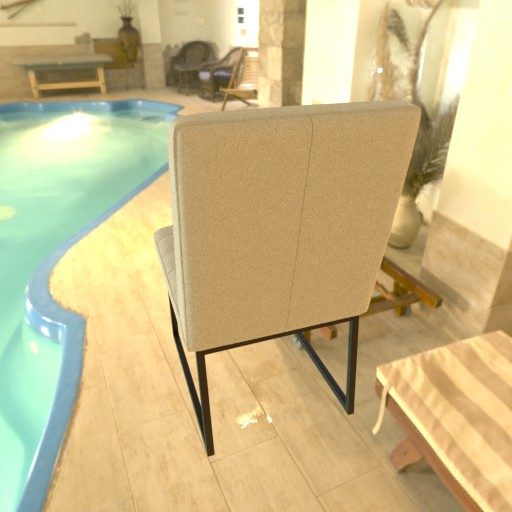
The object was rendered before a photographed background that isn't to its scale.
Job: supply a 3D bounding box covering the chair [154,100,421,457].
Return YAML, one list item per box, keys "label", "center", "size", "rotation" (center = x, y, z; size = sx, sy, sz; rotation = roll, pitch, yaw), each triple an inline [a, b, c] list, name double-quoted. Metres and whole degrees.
- label: "chair"
  center: [0.000, 0.000, 1.288]
  size: [0.520, 0.930, 0.634]
  rotation: [-10, 30, -17]
